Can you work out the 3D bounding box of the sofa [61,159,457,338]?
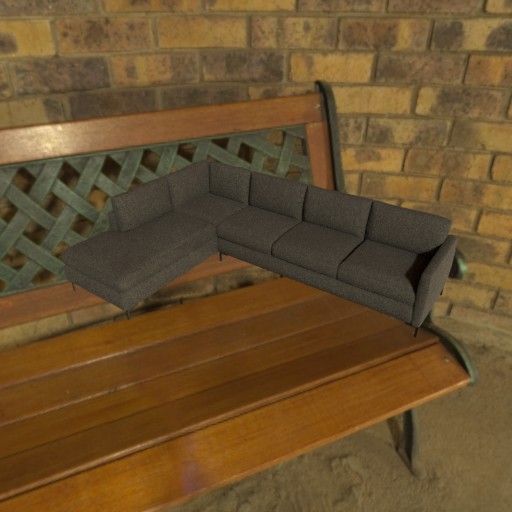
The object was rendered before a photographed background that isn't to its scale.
[{"bbox_3d":[0.000,0.000,3.959,2.949,0.815,2.007,20,36,29],"label":"sofa"}]
